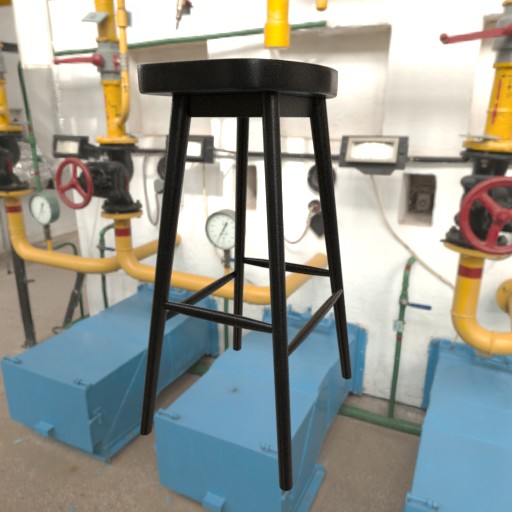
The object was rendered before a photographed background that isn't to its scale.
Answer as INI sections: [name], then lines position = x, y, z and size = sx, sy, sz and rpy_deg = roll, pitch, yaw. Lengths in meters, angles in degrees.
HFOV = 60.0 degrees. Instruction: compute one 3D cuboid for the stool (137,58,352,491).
[stool]
position = 0.000, 0.000, 0.970
size = 0.361, 0.749, 0.440
rpy_deg = 9, 19, 25
